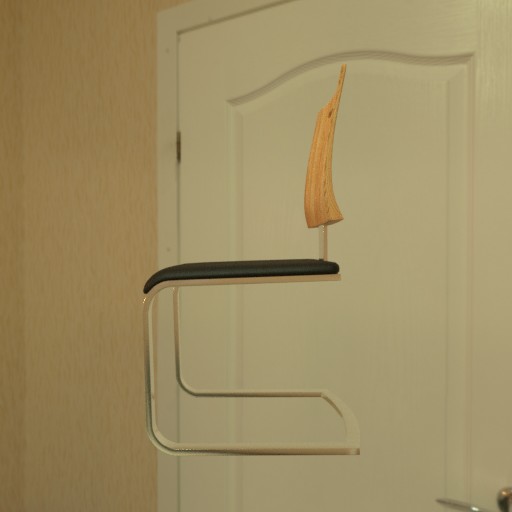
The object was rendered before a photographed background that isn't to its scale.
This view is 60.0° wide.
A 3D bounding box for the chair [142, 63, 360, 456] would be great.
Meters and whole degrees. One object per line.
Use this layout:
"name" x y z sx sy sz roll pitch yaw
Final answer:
"chair" 0.000 0.000 1.263 0.560 0.936 0.462 0 1 -1
